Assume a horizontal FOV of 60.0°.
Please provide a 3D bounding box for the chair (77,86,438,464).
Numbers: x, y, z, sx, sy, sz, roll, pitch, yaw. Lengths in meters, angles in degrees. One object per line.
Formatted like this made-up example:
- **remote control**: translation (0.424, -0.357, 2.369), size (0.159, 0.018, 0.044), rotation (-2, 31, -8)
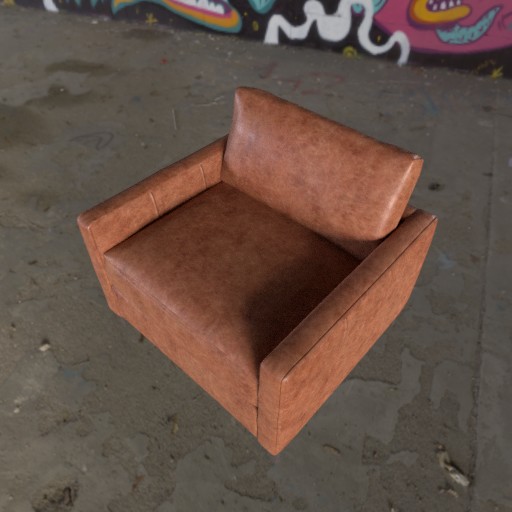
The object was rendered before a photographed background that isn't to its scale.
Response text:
- **chair**: translation (0.000, 0.000, 1.649), size (0.967, 0.869, 0.862), rotation (33, 53, 28)
